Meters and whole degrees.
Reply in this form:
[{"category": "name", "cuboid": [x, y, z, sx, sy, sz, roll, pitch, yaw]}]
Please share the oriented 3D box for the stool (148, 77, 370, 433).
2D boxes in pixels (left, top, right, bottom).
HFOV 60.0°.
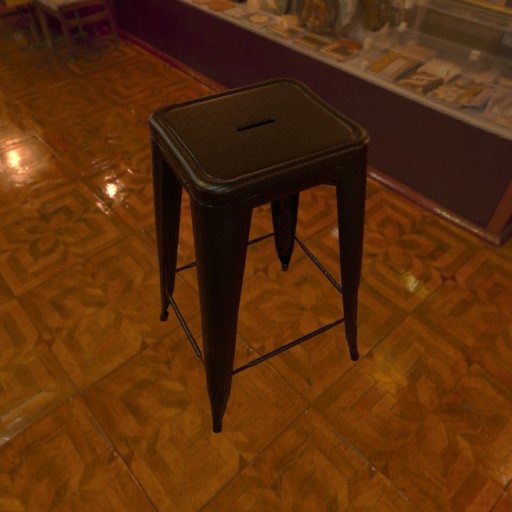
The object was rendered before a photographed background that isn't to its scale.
[{"category": "stool", "cuboid": [0.000, 0.000, 0.918, 0.455, 0.609, 0.423, -31, 54, -26]}]
